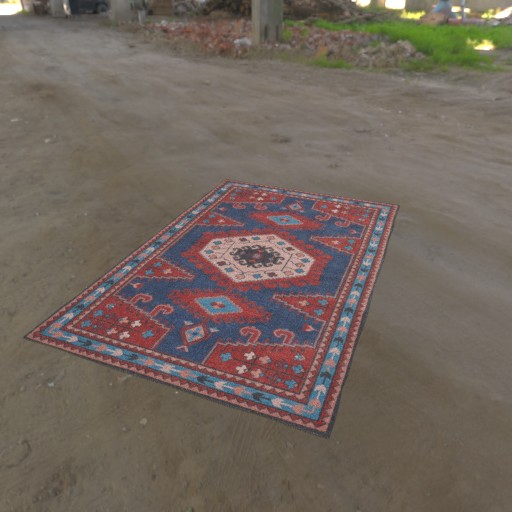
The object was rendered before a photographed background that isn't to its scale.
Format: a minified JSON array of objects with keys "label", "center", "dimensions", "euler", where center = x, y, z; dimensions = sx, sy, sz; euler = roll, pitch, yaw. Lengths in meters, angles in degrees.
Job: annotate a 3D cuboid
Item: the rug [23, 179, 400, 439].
[{"label":"rug","center":[0.000,0.000,2.229],"dimensions":[1.207,0.012,1.820],"euler":[12,33,19]}]
